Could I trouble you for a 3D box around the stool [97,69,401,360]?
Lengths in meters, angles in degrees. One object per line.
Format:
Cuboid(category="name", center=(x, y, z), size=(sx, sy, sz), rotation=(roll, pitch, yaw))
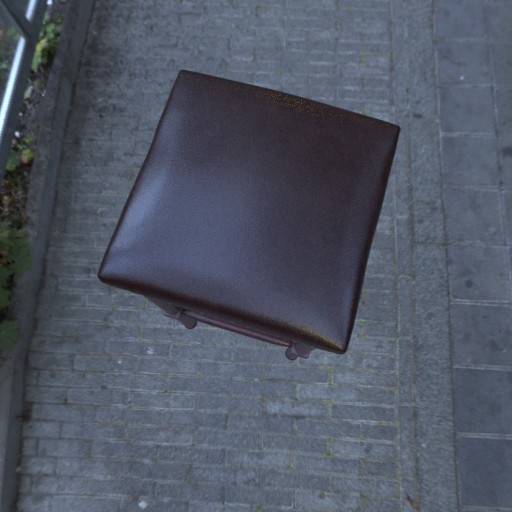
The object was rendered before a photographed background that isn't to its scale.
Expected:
Cuboid(category="stool", center=(0.000, 0.000, 1.003), size=(0.383, 0.768, 0.382), rotation=(16, 75, 4))
